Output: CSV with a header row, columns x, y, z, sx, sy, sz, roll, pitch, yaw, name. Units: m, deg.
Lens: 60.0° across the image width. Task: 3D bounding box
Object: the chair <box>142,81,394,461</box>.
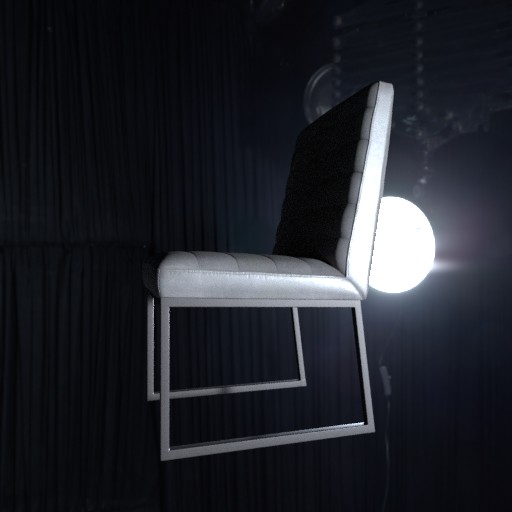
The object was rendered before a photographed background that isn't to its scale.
x,y,z,sx,sy,sz,roll,pitch,yaw,name
0.000,0.000,1.312,0.634,0.930,0.520,0,0,-18,chair
